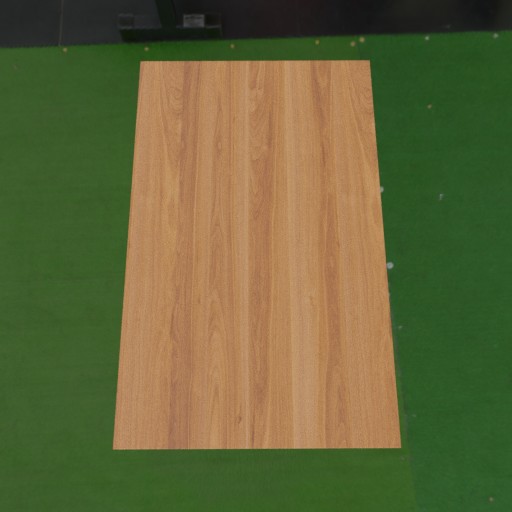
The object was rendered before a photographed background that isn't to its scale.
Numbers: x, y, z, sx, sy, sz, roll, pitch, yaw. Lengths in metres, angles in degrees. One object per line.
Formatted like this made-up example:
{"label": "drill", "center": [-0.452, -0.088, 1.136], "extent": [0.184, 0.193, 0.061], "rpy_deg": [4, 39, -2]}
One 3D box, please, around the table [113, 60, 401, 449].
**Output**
{"label": "table", "center": [0.000, 0.000, 1.460], "extent": [0.700, 0.510, 1.100], "rpy_deg": [0, 75, 0]}
